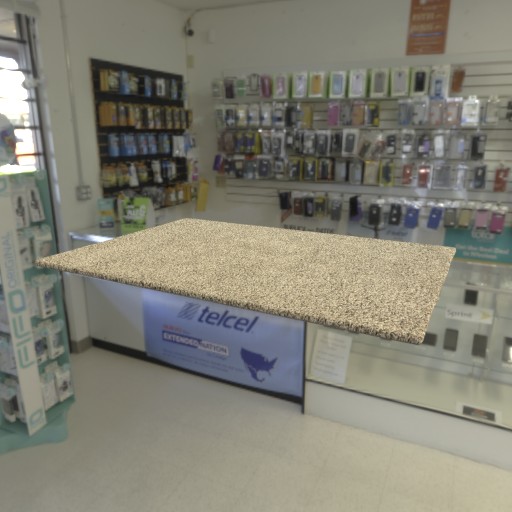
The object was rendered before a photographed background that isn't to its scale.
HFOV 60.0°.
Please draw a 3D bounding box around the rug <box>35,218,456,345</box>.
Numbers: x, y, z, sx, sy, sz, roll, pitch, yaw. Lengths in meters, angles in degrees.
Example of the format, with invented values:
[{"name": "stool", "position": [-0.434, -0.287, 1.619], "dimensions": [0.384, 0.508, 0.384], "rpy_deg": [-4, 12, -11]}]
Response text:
[{"name": "rug", "position": [0.000, 0.000, 2.253], "dimensions": [1.778, 0.030, 1.219], "rpy_deg": [8, 18, 27]}]
